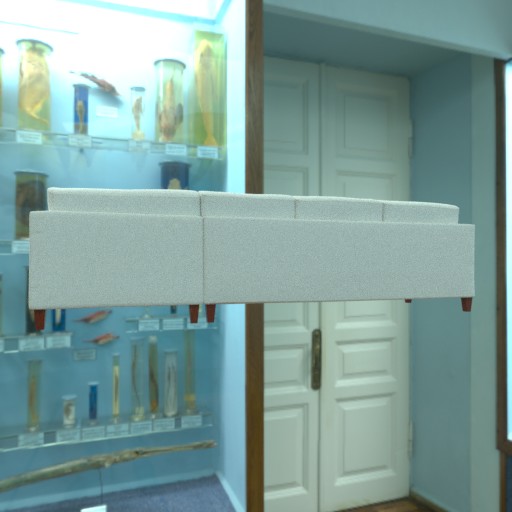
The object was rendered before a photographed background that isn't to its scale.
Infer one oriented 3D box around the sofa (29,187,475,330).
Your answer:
[{"bbox_3d":[0.000,0.000,4.014,3.471,0.954,1.606,0,-1,-17],"label":"sofa"}]
